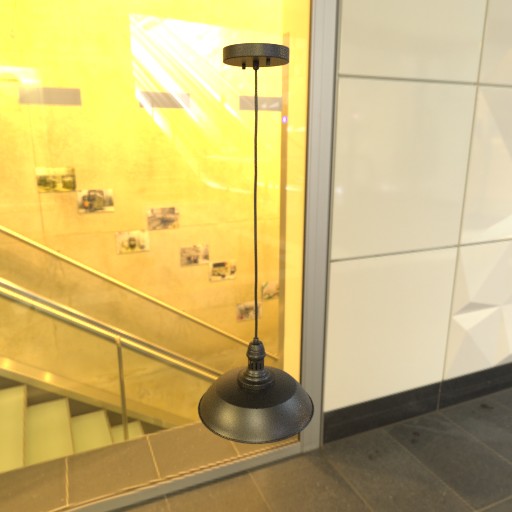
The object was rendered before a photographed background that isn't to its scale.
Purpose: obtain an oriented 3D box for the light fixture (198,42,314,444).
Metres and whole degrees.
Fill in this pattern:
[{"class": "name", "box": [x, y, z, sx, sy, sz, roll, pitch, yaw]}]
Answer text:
[{"class": "light fixture", "box": [0.000, 0.000, 1.158, 0.331, 0.993, 0.331, -13, 20, -41]}]
